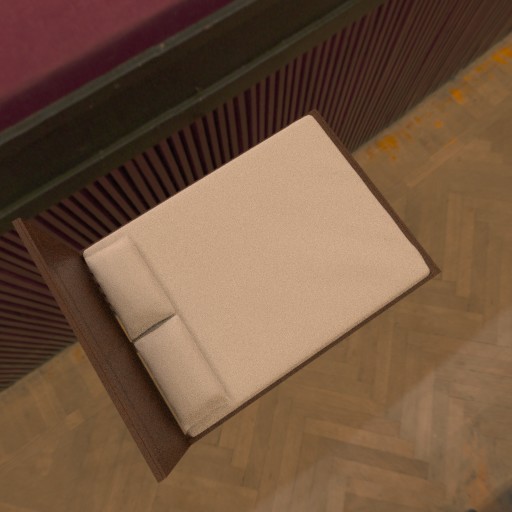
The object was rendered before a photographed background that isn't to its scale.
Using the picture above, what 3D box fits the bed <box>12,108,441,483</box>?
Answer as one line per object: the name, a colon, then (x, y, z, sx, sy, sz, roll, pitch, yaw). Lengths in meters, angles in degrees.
bed: (0.000, 0.000, 3.043, 2.221, 1.169, 1.613, -33, 79, -7)
